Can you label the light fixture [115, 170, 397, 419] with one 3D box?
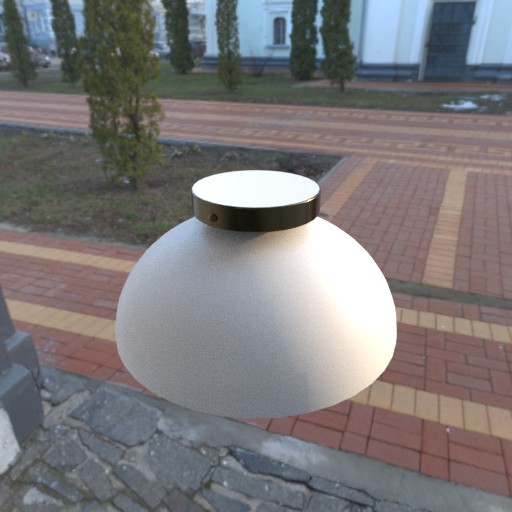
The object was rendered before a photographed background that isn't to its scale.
[{"bbox_3d":[0.000,0.000,0.546,0.355,0.177,0.355,0,25,0],"label":"light fixture"}]
